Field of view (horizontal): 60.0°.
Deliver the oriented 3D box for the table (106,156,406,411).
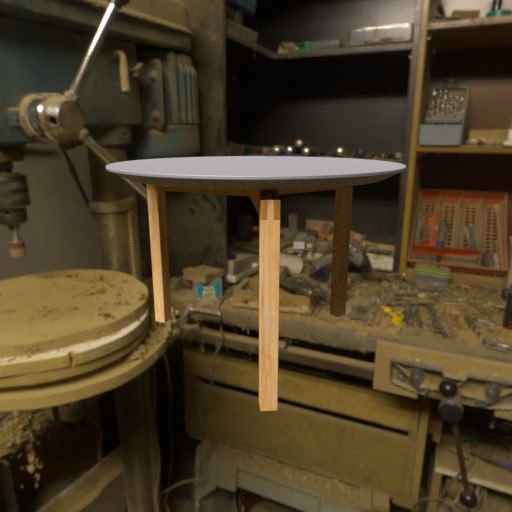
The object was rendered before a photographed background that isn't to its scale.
[{"bbox_3d":[0.000,0.000,0.985,0.600,0.405,0.600,0,15,0],"label":"table"}]
